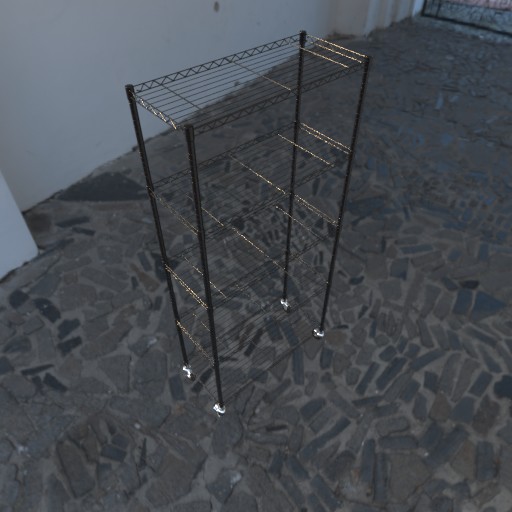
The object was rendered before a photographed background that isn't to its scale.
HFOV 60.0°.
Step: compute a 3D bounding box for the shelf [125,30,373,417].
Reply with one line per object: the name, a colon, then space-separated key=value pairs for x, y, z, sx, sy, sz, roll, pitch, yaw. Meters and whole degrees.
shelf: x=0.000 y=0.000 z=1.970 sx=0.762 sy=1.645 sz=0.356 roll=-31 pitch=52 yaw=-27
